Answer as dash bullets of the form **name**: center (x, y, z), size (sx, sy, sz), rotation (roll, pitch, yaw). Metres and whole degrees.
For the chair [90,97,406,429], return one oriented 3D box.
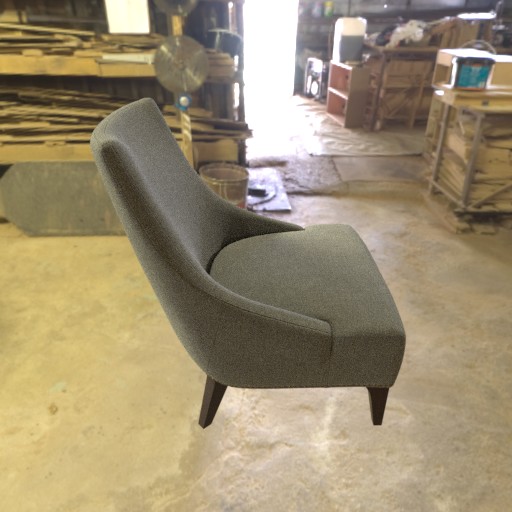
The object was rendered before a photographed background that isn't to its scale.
- **chair**: center (0.000, 0.000, 1.458), size (0.861, 0.909, 0.701), rotation (-1, 30, -2)
